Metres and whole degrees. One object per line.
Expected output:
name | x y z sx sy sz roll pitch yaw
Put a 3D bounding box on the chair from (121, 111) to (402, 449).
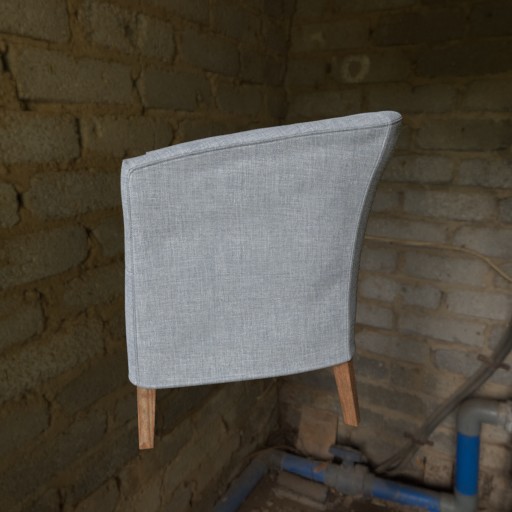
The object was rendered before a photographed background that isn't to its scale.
chair | 0.000 0.000 1.249 0.668 0.771 0.600 -2 15 -8
